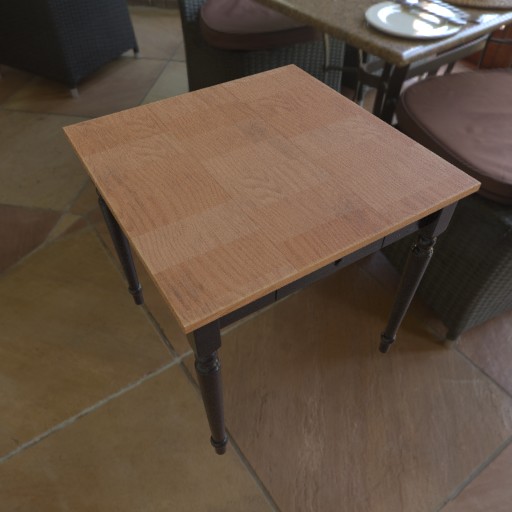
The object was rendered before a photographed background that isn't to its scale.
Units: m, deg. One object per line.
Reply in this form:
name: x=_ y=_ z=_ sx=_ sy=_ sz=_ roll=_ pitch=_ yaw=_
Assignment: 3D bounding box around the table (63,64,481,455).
table: x=0.000 y=0.000 z=1.360 sx=0.747 sy=0.738 sz=0.747 roll=-24 pitch=51 yaw=-21
